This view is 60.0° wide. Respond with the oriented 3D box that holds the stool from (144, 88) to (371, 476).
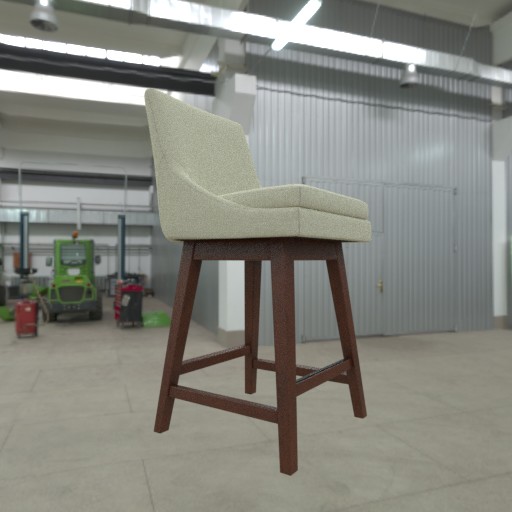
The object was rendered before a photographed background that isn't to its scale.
[{"bbox_3d":[0.000,0.000,1.333,0.559,0.991,0.469,0,0,35],"label":"stool"}]
